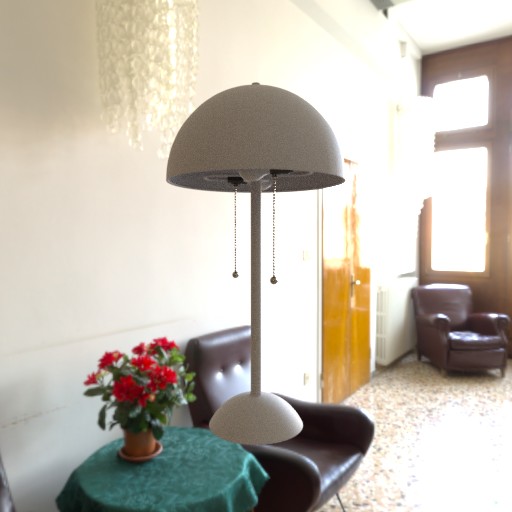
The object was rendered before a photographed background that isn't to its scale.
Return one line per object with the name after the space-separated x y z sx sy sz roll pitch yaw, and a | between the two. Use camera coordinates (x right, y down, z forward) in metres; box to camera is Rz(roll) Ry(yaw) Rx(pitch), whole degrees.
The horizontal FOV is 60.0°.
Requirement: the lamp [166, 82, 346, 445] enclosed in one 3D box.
0.000 0.000 0.431 0.171 0.330 0.171 0 2 0 | lamp
